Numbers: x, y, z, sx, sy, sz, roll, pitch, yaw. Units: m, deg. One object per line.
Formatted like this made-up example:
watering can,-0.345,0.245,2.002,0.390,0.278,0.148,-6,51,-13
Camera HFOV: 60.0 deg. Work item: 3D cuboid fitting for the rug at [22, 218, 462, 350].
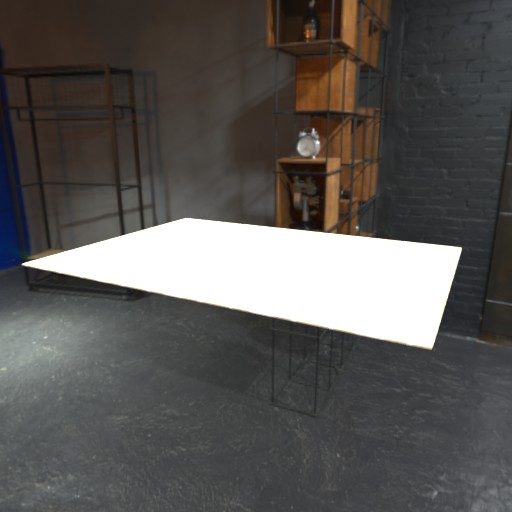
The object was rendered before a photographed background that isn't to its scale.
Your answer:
rug,0.000,0.000,2.619,2.134,0.010,1.524,8,18,26
